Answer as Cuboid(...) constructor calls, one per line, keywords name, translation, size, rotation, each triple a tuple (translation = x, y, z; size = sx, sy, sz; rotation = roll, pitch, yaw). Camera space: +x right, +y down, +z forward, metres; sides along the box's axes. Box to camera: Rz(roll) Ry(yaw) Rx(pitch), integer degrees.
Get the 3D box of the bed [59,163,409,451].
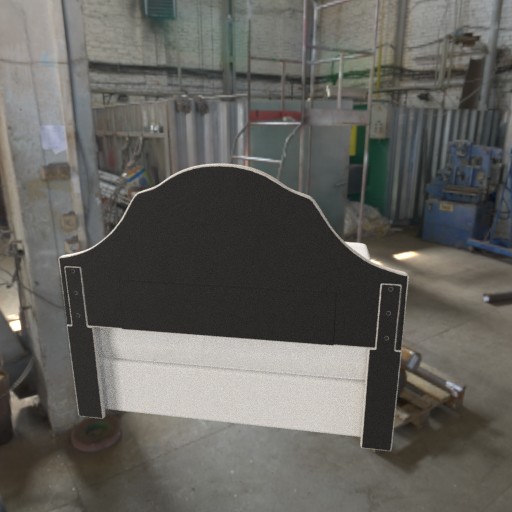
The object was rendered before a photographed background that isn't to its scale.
Cuboid(name="bed", translation=(0.000, 0.000, 3.527), size=(2.008, 1.615, 2.214), rotation=(3, 17, 9))
